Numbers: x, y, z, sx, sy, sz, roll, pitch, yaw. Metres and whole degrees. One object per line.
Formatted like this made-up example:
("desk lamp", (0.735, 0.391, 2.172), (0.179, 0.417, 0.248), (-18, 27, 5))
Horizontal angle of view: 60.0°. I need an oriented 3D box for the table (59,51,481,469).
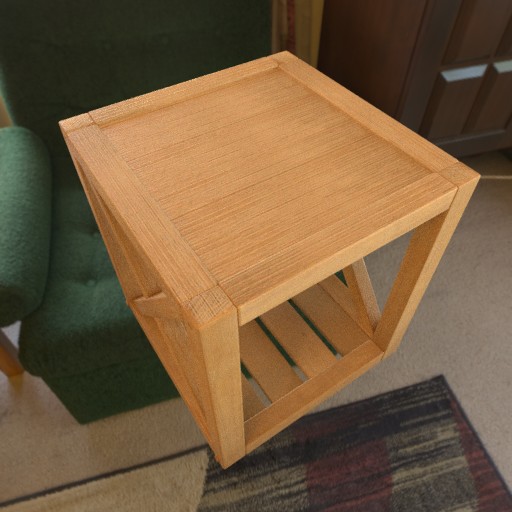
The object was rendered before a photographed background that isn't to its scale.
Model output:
("table", (0.000, 0.000, 1.032), (0.558, 0.610, 0.559), (-27, 54, -21))
